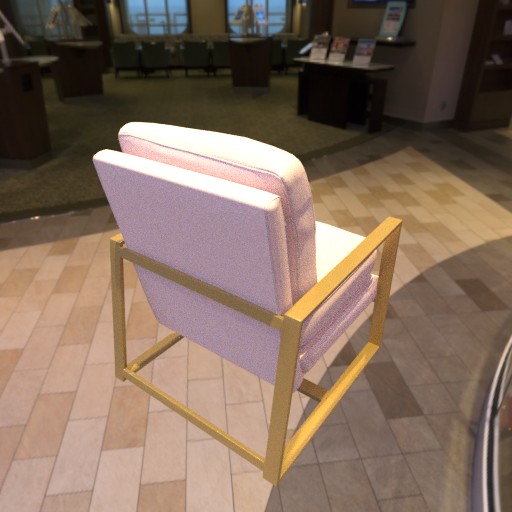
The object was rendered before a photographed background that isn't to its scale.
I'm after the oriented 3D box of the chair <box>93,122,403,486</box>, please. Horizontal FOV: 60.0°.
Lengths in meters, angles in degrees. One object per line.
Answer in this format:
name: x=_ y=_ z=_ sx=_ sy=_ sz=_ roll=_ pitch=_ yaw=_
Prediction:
chair: x=0.000 y=0.000 z=1.563 sx=0.758 sy=0.956 sz=0.813 roll=20 pitch=35 yaw=32
